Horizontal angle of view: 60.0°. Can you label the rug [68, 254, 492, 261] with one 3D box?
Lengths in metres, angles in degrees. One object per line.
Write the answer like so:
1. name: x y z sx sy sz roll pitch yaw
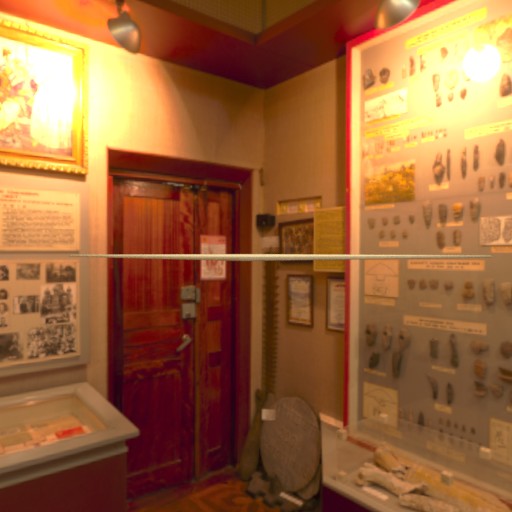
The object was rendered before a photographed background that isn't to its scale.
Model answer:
1. rug: 0.000 0.000 3.932 2.430 0.018 2.976 0 1 -37
